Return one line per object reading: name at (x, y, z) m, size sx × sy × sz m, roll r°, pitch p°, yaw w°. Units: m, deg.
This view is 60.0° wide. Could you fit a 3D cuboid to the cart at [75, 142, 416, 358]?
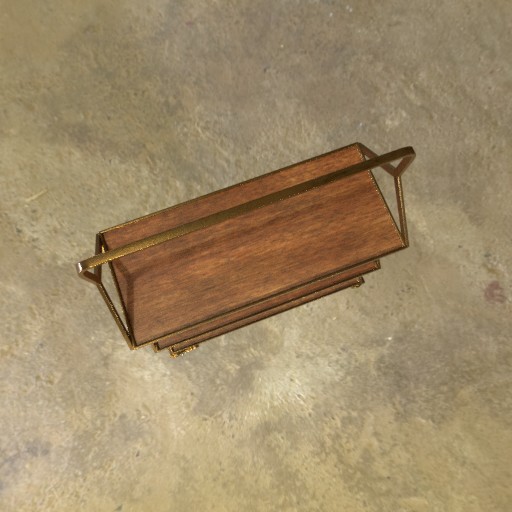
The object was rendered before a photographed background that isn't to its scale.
cart at (0.000, 0.000, 1.213) m, size 0.723 × 0.805 × 0.313 m, roll -20°, pitch 77°, yaw -5°
